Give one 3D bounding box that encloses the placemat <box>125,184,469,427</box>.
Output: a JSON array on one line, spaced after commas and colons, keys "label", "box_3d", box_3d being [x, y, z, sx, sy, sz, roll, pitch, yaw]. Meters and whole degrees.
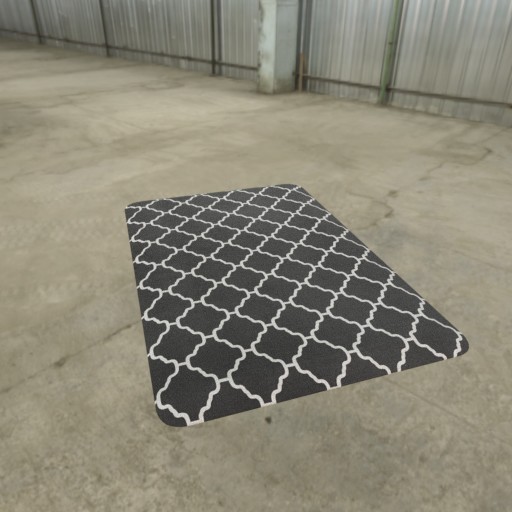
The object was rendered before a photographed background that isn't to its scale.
[{"label": "placemat", "box_3d": [0.000, 0.000, 0.951, 0.508, 0.021, 0.762, -9, 32, -15]}]
